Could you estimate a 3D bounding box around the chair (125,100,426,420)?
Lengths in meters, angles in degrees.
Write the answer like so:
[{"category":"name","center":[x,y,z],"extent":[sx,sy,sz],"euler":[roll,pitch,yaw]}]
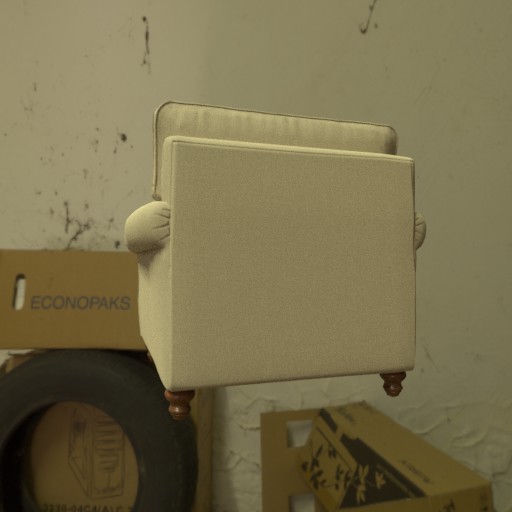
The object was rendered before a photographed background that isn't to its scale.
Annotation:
[{"category":"chair","center":[0.000,0.000,1.795],"extent":[1.029,0.967,0.966],"euler":[0,-1,-18]}]
